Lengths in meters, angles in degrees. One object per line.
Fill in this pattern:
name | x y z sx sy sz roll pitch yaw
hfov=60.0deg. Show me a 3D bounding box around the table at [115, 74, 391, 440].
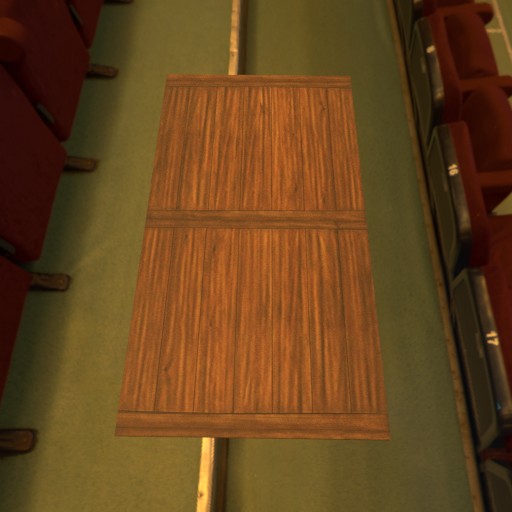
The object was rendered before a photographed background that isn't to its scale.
table | 0.000 0.000 2.509 1.071 0.793 1.966 1 64 0
